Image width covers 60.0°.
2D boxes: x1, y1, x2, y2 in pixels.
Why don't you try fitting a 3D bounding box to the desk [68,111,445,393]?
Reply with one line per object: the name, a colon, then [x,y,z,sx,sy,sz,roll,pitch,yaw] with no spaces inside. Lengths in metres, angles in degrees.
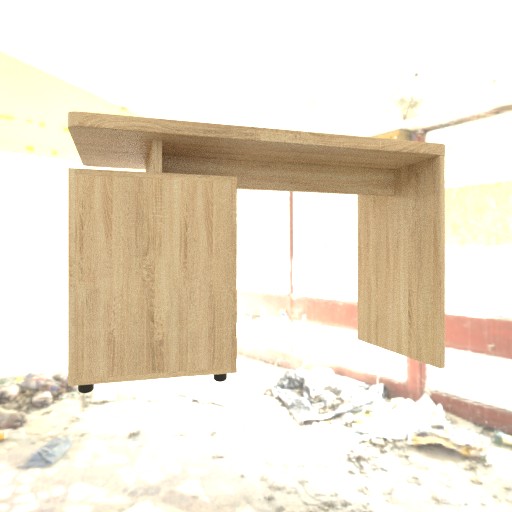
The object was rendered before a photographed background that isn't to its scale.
desk: [0.000,0.000,1.591,1.200,0.760,0.550,0,0,-17]
